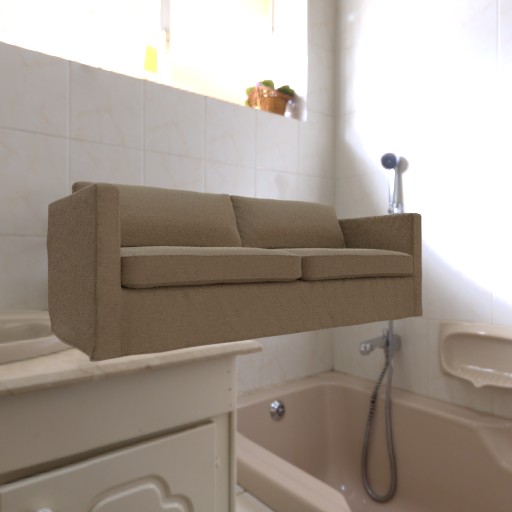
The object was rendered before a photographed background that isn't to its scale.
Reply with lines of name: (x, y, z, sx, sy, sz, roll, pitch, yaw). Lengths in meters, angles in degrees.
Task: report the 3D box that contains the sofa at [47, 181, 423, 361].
sofa: (0.000, 0.000, 2.830, 2.312, 0.853, 0.962, 0, 0, -36)
